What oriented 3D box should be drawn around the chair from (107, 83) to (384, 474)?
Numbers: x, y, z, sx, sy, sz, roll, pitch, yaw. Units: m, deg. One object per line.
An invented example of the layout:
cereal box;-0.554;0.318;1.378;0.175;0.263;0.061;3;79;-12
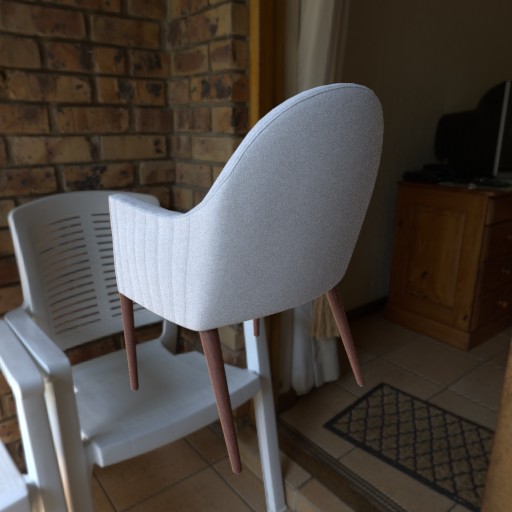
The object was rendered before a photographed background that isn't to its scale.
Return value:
chair;0.000;0.000;1.272;0.610;0.889;0.620;-15;22;-42
